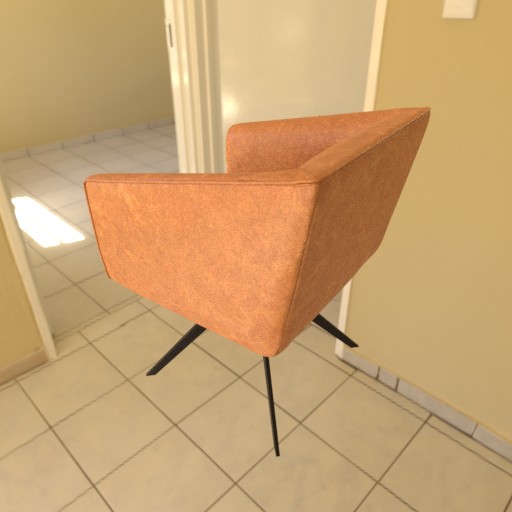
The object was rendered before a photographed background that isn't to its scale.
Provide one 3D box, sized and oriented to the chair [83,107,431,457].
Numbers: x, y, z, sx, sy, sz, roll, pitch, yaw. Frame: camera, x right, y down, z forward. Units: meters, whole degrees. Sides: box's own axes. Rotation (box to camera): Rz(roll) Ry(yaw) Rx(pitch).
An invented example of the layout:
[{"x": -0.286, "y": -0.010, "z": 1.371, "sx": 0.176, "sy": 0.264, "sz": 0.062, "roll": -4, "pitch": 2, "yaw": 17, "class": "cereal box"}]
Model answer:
[{"x": 0.000, "y": 0.000, "z": 1.193, "sx": 0.625, "sy": 0.760, "sz": 0.588, "roll": 20, "pitch": 37, "yaw": 29, "class": "chair"}]
